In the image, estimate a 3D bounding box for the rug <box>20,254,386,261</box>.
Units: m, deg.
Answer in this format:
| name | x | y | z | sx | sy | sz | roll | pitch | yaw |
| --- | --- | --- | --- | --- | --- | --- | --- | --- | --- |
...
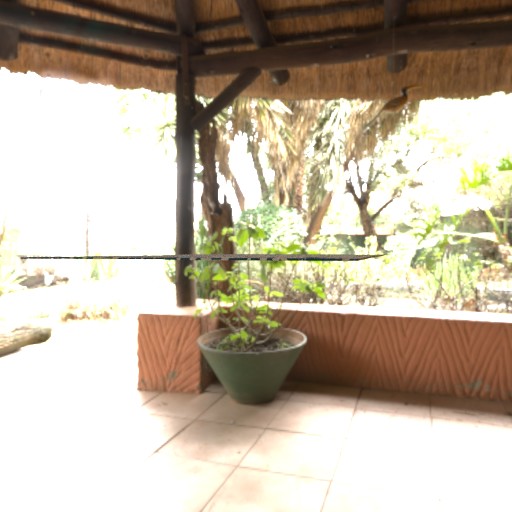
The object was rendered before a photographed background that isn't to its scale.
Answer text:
| name | x | y | z | sx | sy | sz | roll | pitch | yaw |
| --- | --- | --- | --- | --- | --- | --- | --- | --- | --- |
| rug | 0.000 | 0.000 | 2.304 | 1.220 | 0.007 | 1.828 | 0 | 1 | 19 |
